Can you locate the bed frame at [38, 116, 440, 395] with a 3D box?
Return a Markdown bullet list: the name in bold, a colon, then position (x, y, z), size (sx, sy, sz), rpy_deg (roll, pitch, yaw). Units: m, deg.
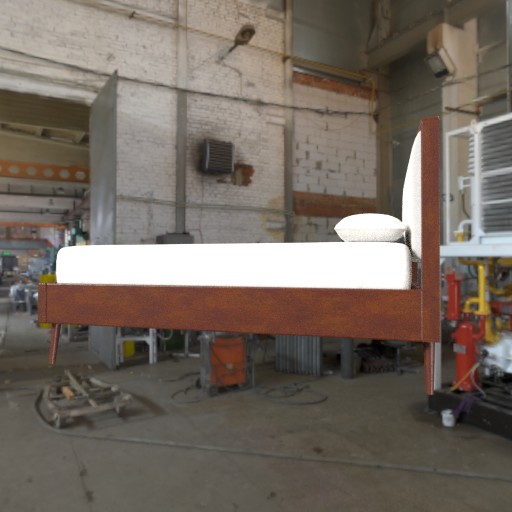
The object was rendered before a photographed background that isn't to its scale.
- **bed frame**: position (0.000, 0.000, 3.030), size (2.171, 1.279, 1.587), rpy_deg (0, -1, 17)
